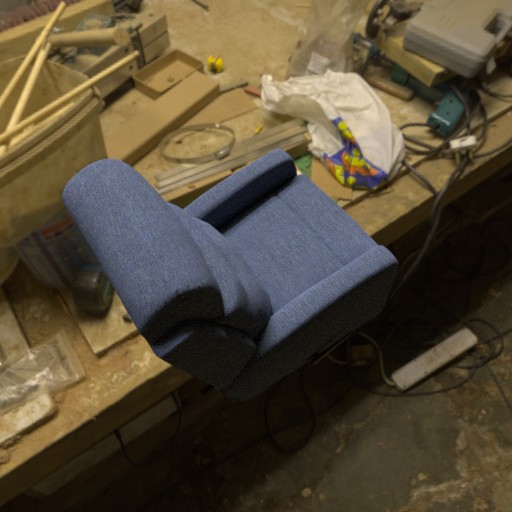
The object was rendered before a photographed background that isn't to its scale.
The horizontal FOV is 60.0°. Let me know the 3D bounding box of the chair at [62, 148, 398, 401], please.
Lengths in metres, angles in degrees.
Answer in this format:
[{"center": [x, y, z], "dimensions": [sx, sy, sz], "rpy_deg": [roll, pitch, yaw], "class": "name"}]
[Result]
[{"center": [0.000, 0.000, 1.712], "dimensions": [1.043, 1.013, 0.798], "rpy_deg": [-30, 61, -18], "class": "chair"}]
